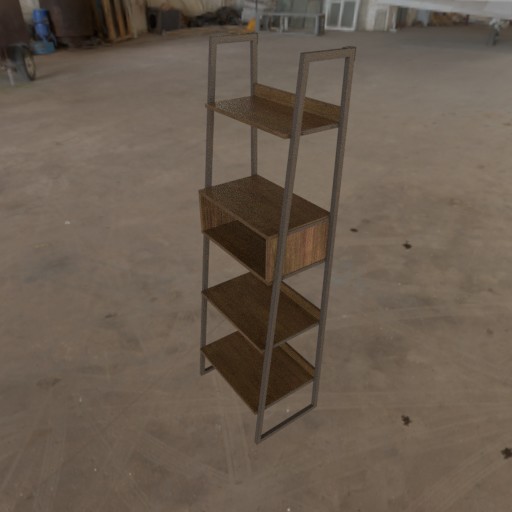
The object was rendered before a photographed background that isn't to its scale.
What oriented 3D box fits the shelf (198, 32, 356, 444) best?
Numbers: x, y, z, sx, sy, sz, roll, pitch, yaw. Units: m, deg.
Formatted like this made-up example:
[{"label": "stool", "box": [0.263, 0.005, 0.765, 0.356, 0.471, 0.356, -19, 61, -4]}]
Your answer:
[{"label": "shelf", "box": [0.000, 0.000, 2.289, 0.454, 2.005, 0.652, -21, 38, -30]}]
